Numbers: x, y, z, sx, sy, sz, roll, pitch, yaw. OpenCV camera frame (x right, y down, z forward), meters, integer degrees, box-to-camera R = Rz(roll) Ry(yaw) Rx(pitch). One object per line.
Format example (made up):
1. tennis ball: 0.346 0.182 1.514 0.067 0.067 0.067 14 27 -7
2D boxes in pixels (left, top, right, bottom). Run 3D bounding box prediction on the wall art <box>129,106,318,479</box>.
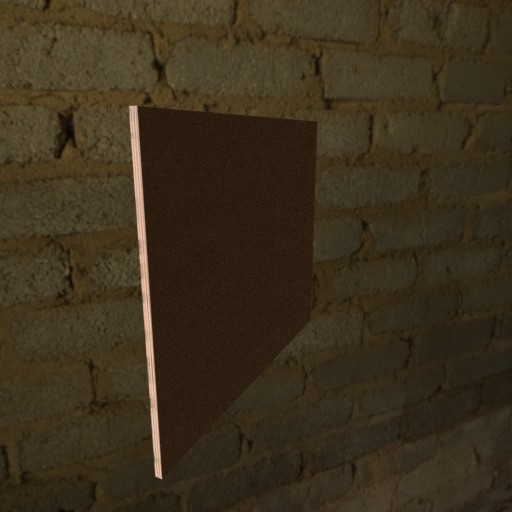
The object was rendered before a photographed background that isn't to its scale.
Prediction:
1. wall art: 0.000 0.000 0.679 0.010 0.408 0.508 7 17 25
